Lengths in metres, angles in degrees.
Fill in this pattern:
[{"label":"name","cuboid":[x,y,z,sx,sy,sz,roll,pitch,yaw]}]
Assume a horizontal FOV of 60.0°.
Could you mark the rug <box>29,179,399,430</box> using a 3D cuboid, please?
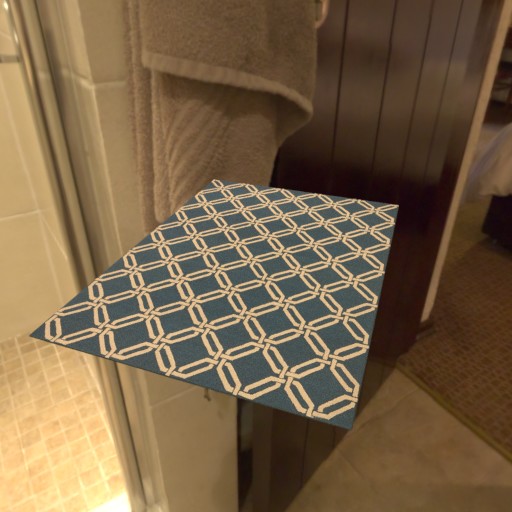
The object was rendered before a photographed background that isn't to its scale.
[{"label":"rug","cuboid":[0.000,0.000,4.324,2.432,0.018,3.342,11,33,17]}]
